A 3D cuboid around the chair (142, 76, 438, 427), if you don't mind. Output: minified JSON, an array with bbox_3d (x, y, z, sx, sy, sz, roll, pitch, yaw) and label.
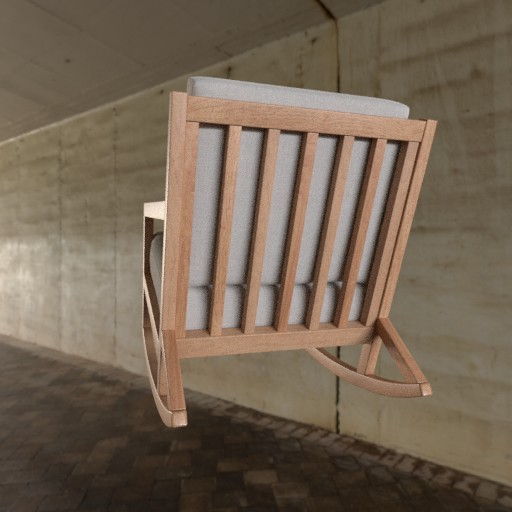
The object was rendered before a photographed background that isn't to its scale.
[{"bbox_3d":[0.000,0.000,1.360,0.622,0.790,0.857,0,1,-18],"label":"chair"}]
